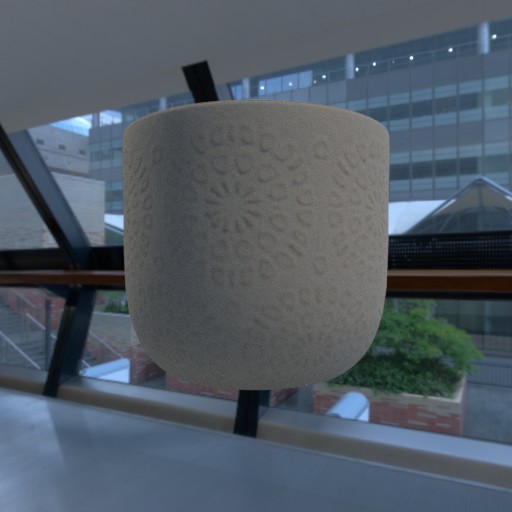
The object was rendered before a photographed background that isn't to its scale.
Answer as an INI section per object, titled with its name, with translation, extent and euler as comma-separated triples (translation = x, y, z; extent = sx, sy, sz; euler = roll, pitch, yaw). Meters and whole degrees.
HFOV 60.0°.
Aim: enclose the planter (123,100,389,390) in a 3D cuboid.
[planter]
translation = 0.000, 0.000, 0.216
extent = 0.124, 0.109, 0.124
euler = 0, 0, 0
